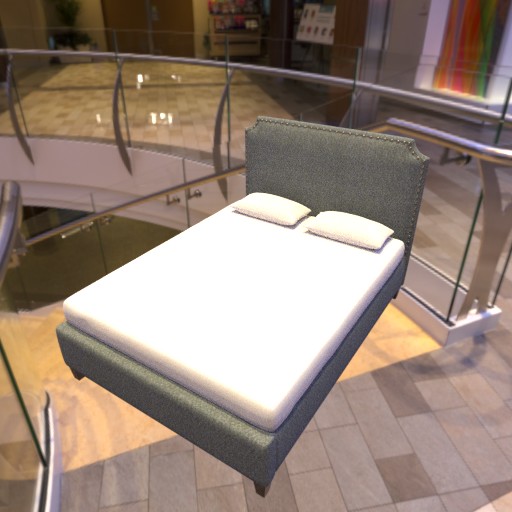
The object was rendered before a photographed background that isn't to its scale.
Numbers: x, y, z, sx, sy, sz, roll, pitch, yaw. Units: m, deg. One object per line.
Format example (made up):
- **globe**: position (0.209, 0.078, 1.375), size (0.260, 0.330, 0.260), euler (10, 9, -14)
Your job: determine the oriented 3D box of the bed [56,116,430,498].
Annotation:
- **bed**: position (0.000, 0.000, 3.288), size (1.712, 1.443, 2.372), euler (18, 35, 28)
